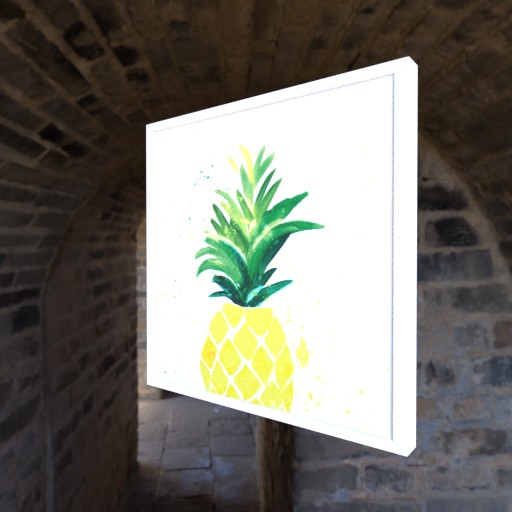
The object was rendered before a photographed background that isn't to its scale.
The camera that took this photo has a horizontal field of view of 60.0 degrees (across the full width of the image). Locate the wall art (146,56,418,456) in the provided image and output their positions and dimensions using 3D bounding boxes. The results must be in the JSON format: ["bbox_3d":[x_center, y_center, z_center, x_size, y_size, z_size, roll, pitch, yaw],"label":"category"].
[{"bbox_3d":[0.000,0.000,0.728,0.508,0.507,0.035,1,1,37],"label":"wall art"}]
